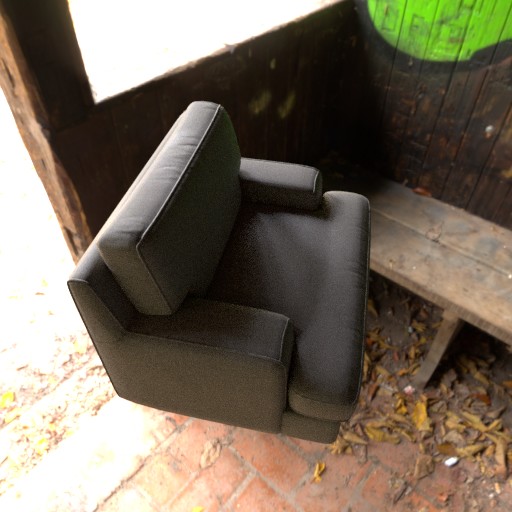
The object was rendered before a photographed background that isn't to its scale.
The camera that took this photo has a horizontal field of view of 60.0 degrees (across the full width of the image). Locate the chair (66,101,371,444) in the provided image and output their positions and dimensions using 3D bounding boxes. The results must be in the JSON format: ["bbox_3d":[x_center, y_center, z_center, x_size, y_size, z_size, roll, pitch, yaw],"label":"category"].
[{"bbox_3d":[0.000,0.000,2.018,1.043,0.974,1.270,9,46,9],"label":"chair"}]
